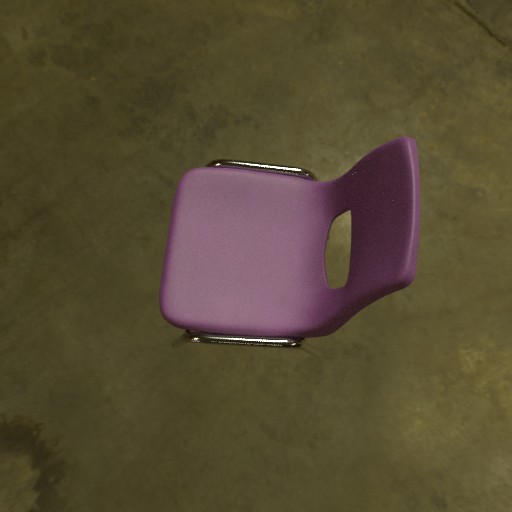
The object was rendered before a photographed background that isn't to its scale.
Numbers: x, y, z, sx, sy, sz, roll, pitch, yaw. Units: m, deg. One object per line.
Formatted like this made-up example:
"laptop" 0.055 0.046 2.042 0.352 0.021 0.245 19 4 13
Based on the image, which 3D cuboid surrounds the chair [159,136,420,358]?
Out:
"chair" 0.000 0.000 0.921 0.432 0.704 0.381 5 75 1
